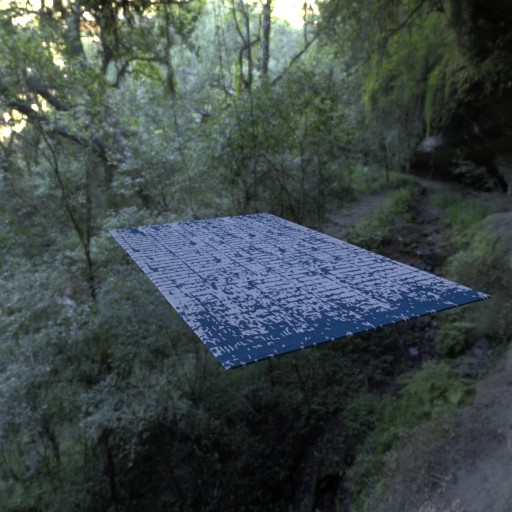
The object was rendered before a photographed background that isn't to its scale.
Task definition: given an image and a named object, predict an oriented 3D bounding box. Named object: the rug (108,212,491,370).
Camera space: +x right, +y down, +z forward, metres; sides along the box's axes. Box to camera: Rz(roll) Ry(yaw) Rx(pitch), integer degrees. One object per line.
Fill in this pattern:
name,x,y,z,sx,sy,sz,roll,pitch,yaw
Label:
rug,0.000,0.000,3.016,1.517,0.011,2.435,-9,19,-26
